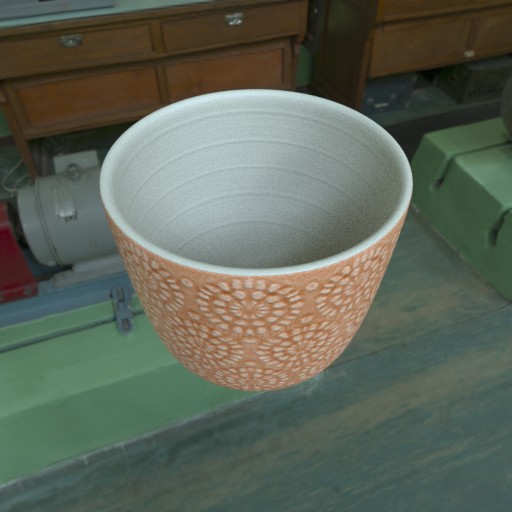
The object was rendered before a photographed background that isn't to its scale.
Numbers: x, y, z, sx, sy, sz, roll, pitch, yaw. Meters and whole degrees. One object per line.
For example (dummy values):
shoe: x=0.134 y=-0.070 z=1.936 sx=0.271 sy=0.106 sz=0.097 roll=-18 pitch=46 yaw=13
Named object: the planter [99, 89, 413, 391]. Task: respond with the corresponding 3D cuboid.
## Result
planter: x=0.000 y=0.000 z=0.369 sx=0.208 sy=0.190 sz=0.208 roll=0 pitch=47 yaw=0
